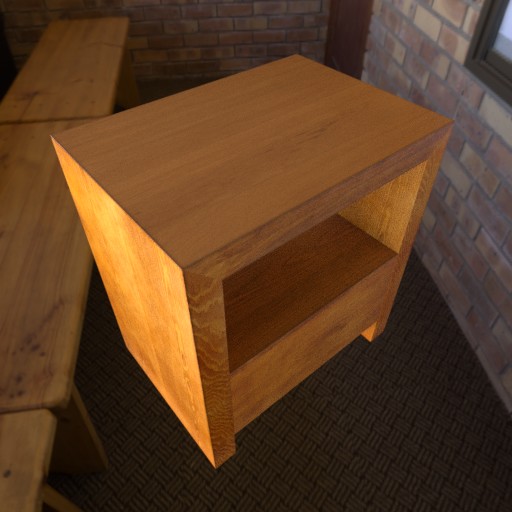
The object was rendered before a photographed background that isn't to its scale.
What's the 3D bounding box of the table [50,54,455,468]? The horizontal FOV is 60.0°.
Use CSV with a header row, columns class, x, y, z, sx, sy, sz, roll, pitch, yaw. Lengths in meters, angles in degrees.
class,x,y,z,sx,sy,sz,roll,pitch,yaw
table,0.000,0.000,0.951,0.550,0.605,0.400,-30,52,-27
